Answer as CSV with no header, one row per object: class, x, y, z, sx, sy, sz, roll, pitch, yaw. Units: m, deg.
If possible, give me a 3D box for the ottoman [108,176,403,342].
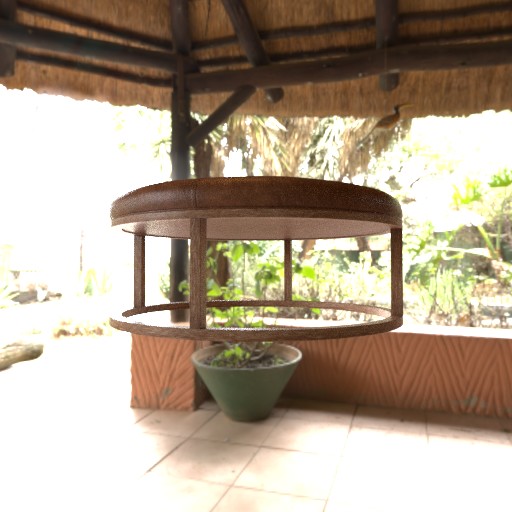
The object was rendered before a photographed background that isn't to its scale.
ottoman,0.000,0.000,1.586,1.006,0.445,1.006,0,-1,0
